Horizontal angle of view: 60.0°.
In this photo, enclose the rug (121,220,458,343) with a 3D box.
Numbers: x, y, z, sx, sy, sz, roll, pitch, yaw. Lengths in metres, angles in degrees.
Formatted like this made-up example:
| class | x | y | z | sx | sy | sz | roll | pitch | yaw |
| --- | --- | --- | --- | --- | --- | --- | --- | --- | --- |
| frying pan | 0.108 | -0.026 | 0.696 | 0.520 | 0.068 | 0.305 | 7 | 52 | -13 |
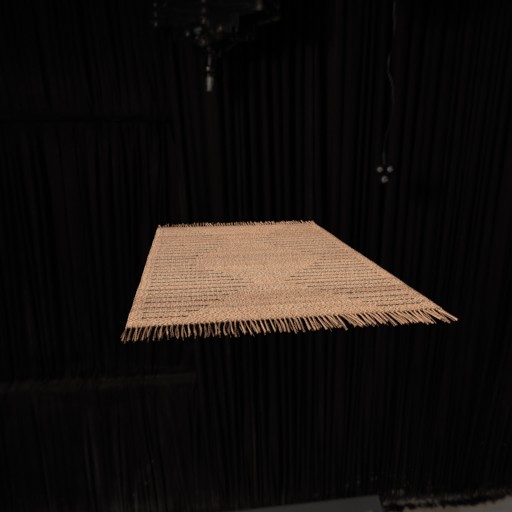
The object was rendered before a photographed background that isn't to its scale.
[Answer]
| class | x | y | z | sx | sy | sz | roll | pitch | yaw |
| --- | --- | --- | --- | --- | --- | --- | --- | --- | --- |
| rug | 0.000 | 0.000 | 2.551 | 1.224 | 0.027 | 2.085 | -2 | 15 | -8 |
